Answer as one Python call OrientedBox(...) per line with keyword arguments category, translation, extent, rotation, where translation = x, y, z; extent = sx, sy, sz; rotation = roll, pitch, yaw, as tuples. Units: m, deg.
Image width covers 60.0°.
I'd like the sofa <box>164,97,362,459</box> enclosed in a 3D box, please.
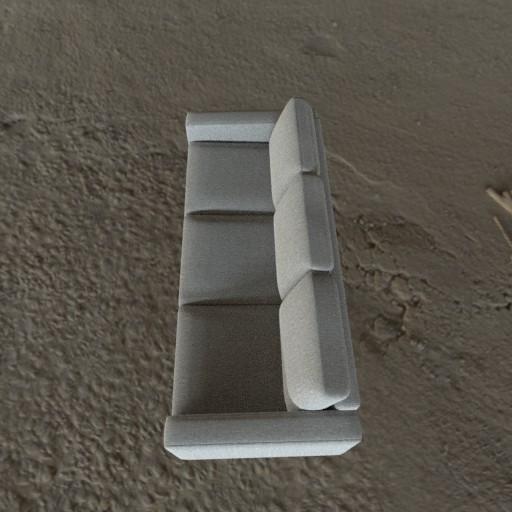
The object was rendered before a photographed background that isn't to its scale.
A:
OrientedBox(category="sofa", translation=(0.000, 0.000, 2.618), extent=(0.900, 0.800, 2.120), rotation=(-1, 60, -1))
